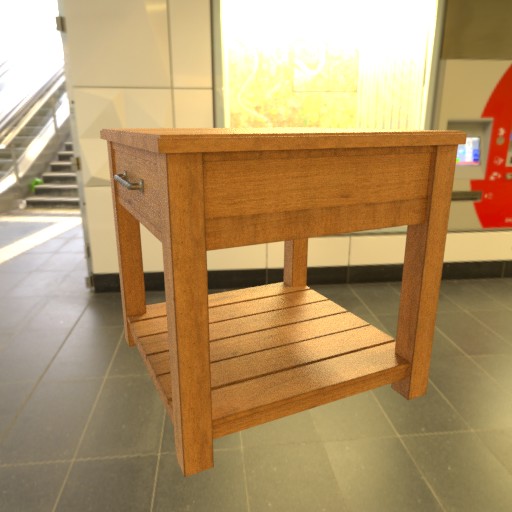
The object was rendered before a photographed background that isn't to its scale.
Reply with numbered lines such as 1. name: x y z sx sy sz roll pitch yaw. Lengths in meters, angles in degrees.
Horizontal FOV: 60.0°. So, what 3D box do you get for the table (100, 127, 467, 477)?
1. table: 0.000 0.000 1.082 0.612 0.593 0.616 -8 19 -25
